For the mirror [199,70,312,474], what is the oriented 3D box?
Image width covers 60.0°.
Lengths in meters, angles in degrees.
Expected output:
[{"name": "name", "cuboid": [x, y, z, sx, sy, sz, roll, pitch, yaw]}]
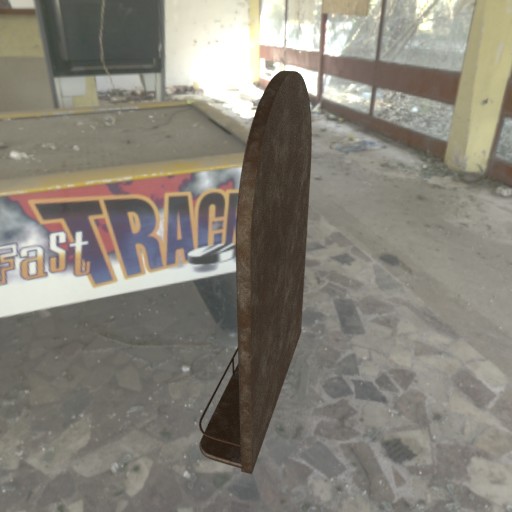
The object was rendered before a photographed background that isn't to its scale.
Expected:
[{"name": "mirror", "cuboid": [0.000, 0.000, 0.993, 0.137, 0.770, 0.510, 8, 29, 15]}]
